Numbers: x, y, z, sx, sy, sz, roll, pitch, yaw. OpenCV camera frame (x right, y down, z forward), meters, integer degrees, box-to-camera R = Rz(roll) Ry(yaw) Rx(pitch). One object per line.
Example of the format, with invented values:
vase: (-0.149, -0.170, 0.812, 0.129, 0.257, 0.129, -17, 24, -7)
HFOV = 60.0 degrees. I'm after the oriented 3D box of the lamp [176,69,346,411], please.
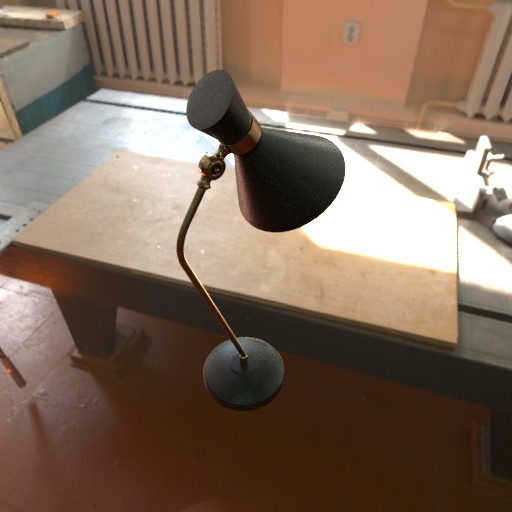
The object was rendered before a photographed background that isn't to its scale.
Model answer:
lamp: (0.000, 0.000, 0.772, 0.292, 0.647, 0.189, -26, 46, -27)
